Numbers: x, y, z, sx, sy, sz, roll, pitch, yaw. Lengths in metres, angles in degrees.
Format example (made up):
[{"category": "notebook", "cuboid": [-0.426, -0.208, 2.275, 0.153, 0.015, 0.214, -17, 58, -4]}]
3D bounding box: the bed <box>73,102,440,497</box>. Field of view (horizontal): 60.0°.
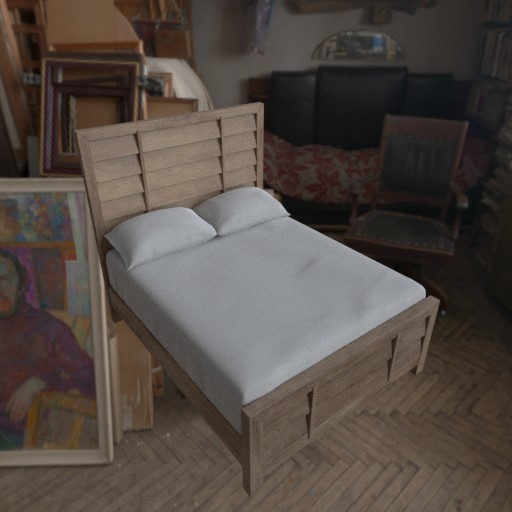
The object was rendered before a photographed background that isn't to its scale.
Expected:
[{"category": "bed", "cuboid": [0.000, 0.000, 3.178, 1.615, 1.631, 2.017, -21, 36, -32]}]
